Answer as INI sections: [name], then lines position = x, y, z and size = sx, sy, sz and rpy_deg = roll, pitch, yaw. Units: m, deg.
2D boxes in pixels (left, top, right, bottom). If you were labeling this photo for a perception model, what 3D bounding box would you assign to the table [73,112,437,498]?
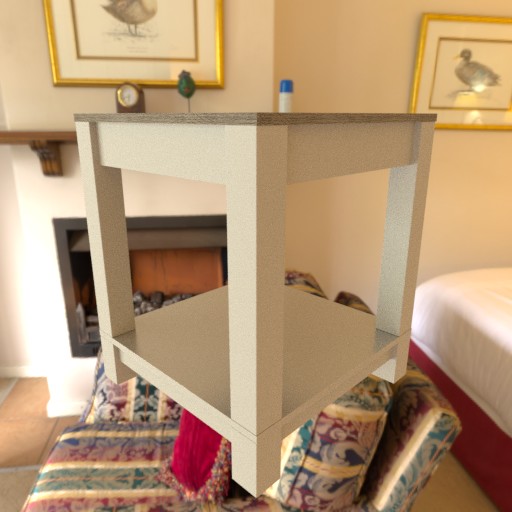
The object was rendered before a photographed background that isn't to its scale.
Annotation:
[table]
position = 0.000, 0.000, 0.959
size = 0.504, 0.587, 0.506
rpy_deg = 17, 24, 42
